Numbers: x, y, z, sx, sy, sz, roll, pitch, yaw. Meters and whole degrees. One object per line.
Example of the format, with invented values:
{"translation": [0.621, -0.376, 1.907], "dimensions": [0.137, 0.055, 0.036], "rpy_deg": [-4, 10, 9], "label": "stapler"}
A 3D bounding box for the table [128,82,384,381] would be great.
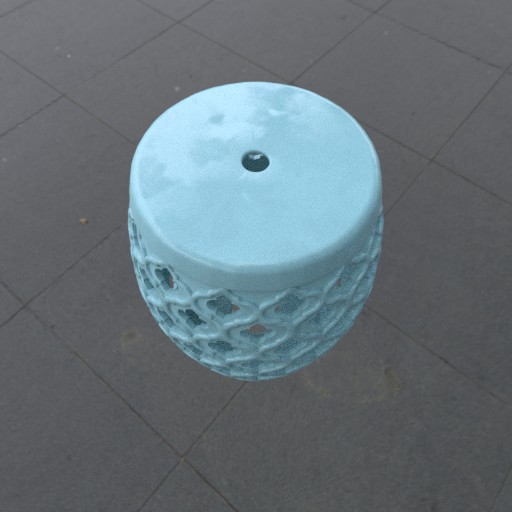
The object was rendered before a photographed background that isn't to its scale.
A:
{"translation": [0.000, 0.000, 0.626], "dimensions": [0.325, 0.388, 0.325], "rpy_deg": [0, 59, 0], "label": "table"}
